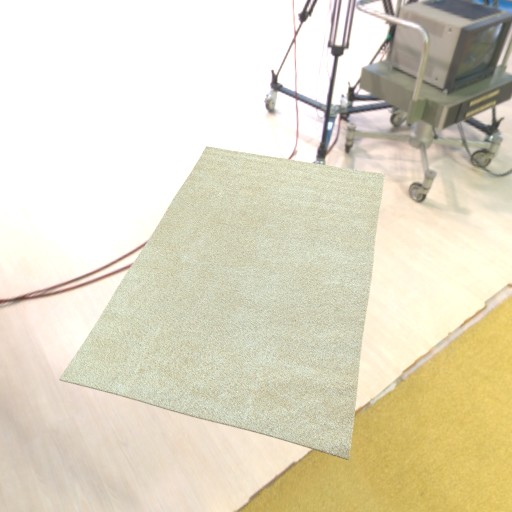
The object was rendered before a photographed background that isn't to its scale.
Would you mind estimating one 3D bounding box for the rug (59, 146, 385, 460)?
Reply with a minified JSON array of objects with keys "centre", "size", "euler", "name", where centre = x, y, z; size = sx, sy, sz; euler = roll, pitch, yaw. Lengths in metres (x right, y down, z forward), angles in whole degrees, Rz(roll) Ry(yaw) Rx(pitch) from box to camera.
[{"centre":[0.000,0.000,3.490],"size":[1.800,0.025,2.699],"euler":[11,48,10],"name":"rug"}]
